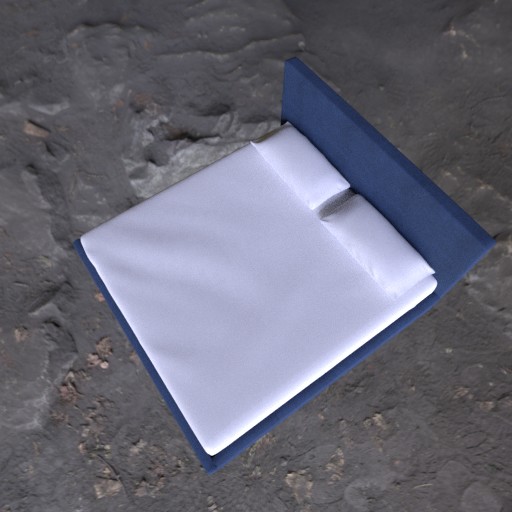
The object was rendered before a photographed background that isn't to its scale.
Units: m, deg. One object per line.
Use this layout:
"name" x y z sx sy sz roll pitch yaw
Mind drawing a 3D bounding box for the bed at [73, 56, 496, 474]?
"bed" 0.000 0.000 3.378 2.232 1.231 2.096 -32 67 -15
